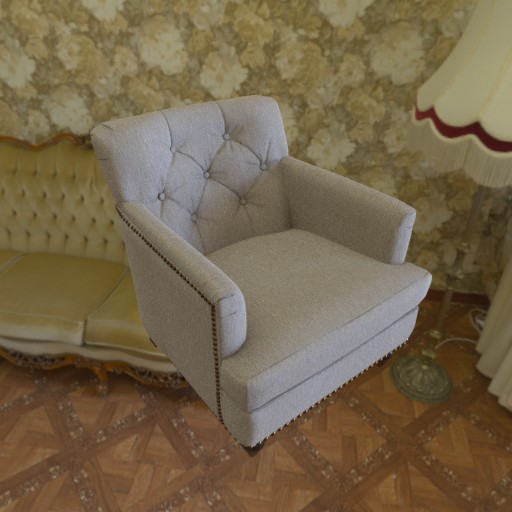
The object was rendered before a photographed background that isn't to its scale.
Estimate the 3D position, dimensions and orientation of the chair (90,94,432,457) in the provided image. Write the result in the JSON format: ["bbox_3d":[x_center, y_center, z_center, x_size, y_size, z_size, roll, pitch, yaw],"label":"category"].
[{"bbox_3d":[0.000,0.000,1.479,0.737,0.823,0.902,-23,39,-31],"label":"chair"}]
